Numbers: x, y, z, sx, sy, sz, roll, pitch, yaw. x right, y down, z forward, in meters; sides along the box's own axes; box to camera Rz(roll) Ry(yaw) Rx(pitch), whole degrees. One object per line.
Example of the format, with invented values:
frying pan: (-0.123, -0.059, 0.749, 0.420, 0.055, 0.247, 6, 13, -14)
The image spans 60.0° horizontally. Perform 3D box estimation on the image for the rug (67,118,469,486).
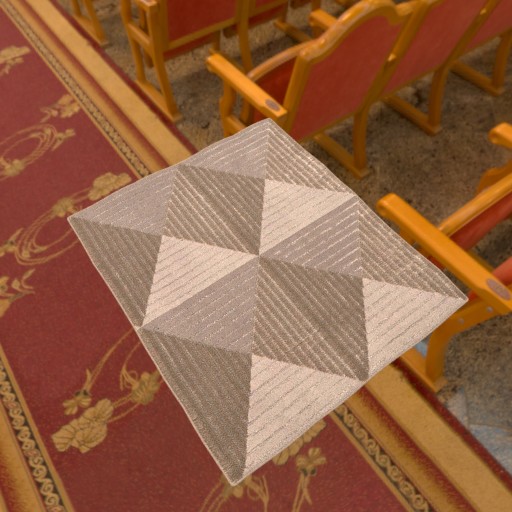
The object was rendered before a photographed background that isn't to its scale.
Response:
rug: (0.000, 0.000, 0.896, 0.551, 0.008, 0.642, -31, 62, -19)
